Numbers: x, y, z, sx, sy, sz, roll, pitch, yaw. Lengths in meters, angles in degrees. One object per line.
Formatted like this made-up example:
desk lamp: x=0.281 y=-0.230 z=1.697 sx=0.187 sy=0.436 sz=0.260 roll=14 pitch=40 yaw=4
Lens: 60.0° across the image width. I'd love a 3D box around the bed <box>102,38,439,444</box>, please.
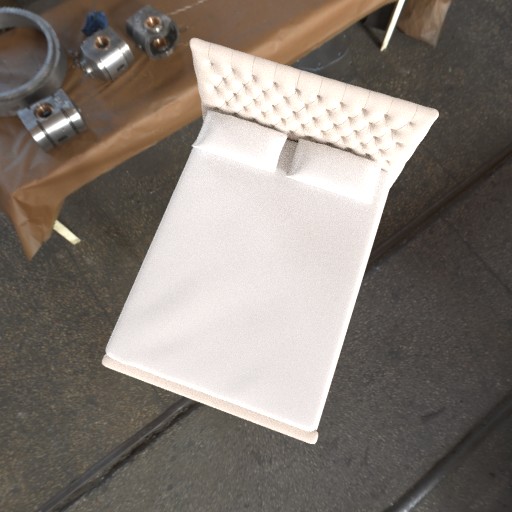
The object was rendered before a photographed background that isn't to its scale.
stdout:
bed: x=0.000 y=0.000 z=3.260 sx=1.696 sy=1.426 sz=2.233 roll=19 pitch=75 yaw=5
